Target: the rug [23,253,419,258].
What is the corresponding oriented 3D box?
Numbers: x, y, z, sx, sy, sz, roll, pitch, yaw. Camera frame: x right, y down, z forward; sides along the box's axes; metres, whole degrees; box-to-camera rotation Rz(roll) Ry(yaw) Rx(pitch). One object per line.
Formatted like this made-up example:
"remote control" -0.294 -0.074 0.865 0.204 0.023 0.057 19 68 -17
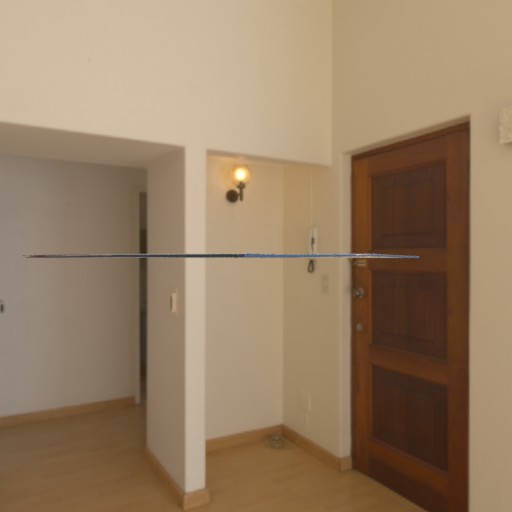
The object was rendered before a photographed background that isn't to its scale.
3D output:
"rug" 0.000 0.000 2.266 1.159 0.025 1.793 0 0 35
